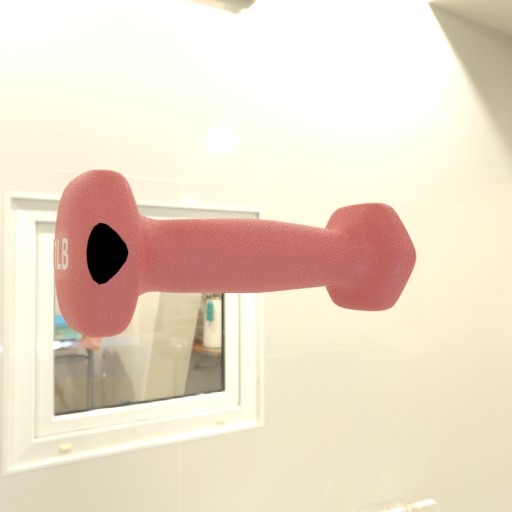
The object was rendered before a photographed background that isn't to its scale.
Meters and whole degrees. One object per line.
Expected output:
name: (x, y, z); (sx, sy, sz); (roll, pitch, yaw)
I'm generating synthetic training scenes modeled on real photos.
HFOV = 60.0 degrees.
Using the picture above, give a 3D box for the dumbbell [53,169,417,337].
dumbbell: (0.000, 0.000, 0.149); (0.123, 0.043, 0.047); (1, -1, -35)
